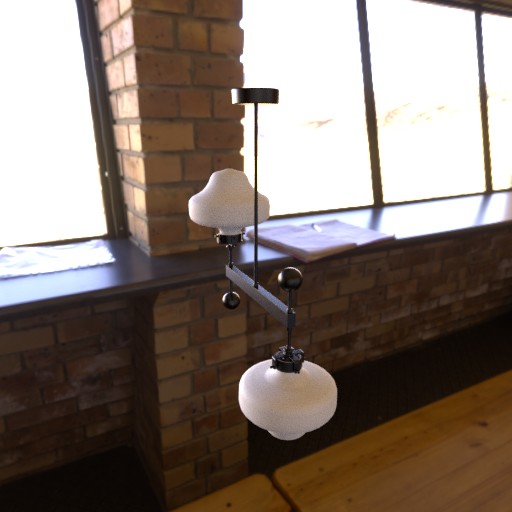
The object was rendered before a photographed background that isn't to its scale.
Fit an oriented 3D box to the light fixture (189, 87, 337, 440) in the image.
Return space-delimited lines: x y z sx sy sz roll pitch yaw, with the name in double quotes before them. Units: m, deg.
"light fixture" 0.000 0.000 1.053 0.489 0.743 0.422 9 19 27
